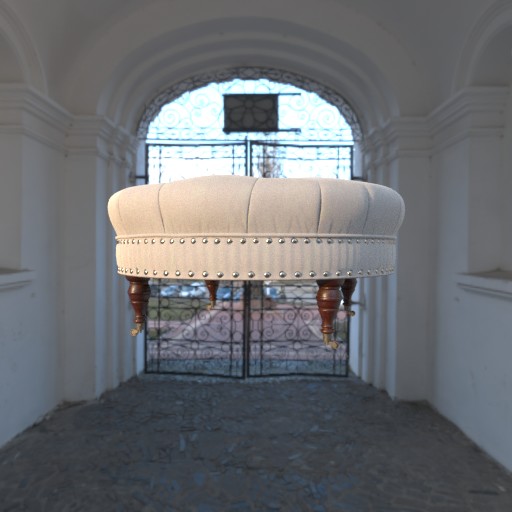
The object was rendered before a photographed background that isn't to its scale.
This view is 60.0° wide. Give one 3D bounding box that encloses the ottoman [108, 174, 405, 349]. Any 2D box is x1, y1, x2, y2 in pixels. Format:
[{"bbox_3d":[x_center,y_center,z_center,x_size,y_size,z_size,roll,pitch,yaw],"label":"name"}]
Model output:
[{"bbox_3d":[0.000,0.000,1.417,0.901,0.439,0.901,0,1,0],"label":"ottoman"}]
